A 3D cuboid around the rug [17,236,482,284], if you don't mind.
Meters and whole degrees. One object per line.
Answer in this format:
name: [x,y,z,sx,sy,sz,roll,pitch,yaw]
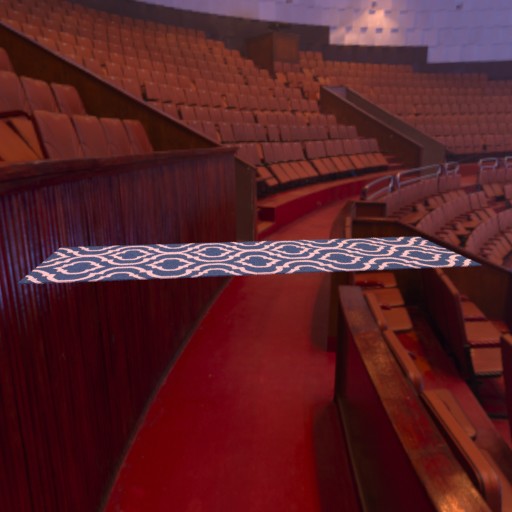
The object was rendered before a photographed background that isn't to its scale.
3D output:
rug: [0.000,0.000,2.504,2.296,0.006,0.685,-2,15,-7]
